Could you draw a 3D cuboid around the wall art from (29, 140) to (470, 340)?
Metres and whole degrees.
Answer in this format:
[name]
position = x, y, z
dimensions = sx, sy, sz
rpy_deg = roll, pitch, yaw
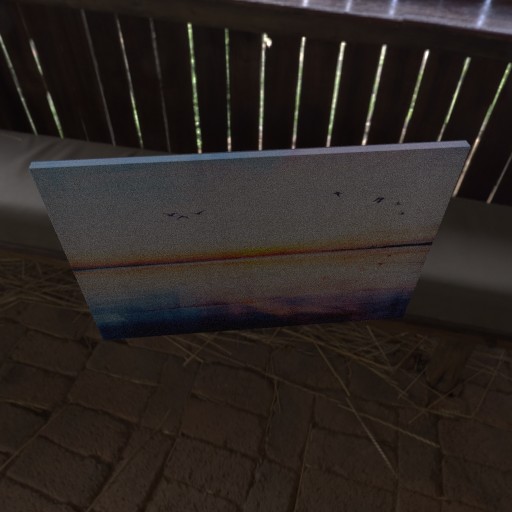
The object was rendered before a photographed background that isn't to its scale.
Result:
[wall art]
position = 0.000, 0.000, 1.417
dimensions = 1.137, 0.756, 0.034
rpy_deg = -4, 46, -4
